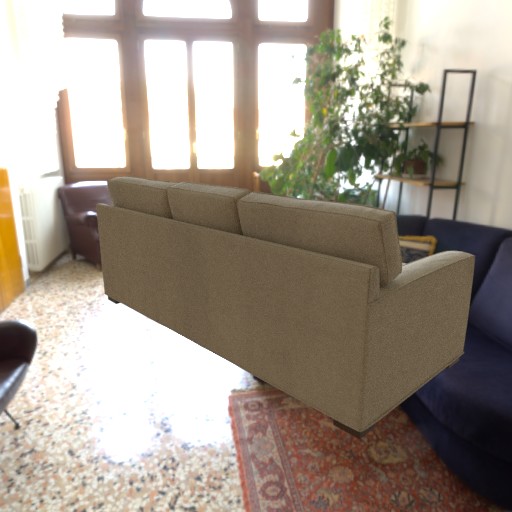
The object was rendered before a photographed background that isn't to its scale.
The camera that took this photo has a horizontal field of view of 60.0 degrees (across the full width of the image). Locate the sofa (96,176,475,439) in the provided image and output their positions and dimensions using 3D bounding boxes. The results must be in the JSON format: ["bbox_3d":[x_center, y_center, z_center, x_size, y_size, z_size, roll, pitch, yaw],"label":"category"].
[{"bbox_3d":[0.000,0.000,2.557,0.936,0.862,2.093,-14,20,-42],"label":"sofa"}]
